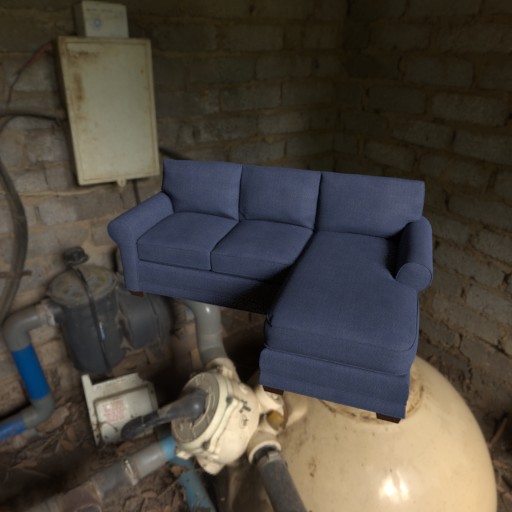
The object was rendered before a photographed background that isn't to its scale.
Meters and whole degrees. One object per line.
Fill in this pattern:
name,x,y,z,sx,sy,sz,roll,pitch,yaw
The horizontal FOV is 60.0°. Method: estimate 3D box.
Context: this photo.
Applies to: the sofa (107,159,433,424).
sofa,0.000,0.000,3.452,2.567,1.063,1.780,9,27,17
